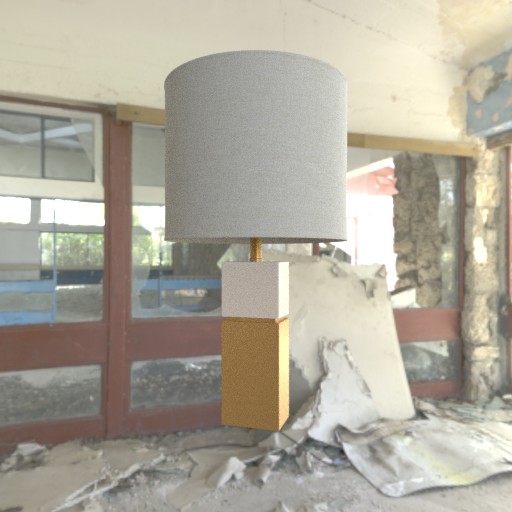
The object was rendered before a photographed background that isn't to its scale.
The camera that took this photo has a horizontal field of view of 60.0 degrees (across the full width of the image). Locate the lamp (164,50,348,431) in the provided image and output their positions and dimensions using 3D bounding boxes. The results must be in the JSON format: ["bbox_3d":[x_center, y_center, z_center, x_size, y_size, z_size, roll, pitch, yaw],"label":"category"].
[{"bbox_3d":[0.000,0.000,0.563,0.229,0.417,0.229,0,0,17],"label":"lamp"}]
